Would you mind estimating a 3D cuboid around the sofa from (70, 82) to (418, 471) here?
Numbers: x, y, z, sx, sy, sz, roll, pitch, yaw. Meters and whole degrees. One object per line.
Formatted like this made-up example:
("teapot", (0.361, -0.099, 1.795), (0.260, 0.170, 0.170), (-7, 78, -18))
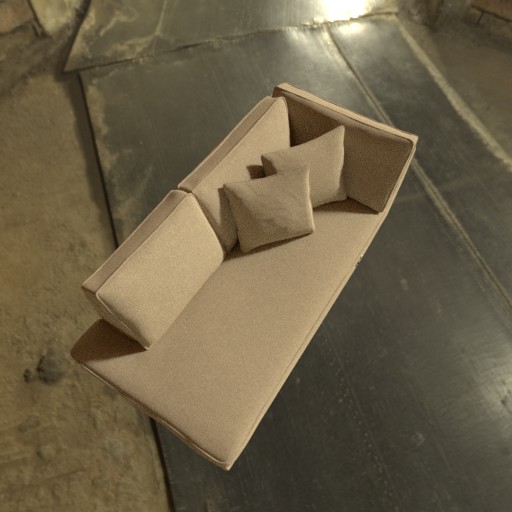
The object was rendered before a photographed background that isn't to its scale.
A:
("sofa", (0.000, 0.000, 2.798), (1.110, 1.033, 2.237), (30, 64, 16))
